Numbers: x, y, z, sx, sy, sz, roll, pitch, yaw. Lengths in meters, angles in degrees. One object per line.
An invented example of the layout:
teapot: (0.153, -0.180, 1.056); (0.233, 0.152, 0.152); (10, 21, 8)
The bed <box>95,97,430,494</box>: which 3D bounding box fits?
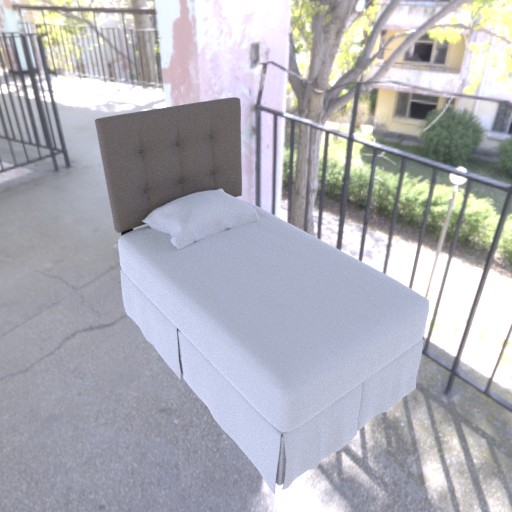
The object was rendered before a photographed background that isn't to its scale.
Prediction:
bed: (0.000, 0.000, 2.905); (1.261, 1.571, 1.997); (-22, 37, -32)
